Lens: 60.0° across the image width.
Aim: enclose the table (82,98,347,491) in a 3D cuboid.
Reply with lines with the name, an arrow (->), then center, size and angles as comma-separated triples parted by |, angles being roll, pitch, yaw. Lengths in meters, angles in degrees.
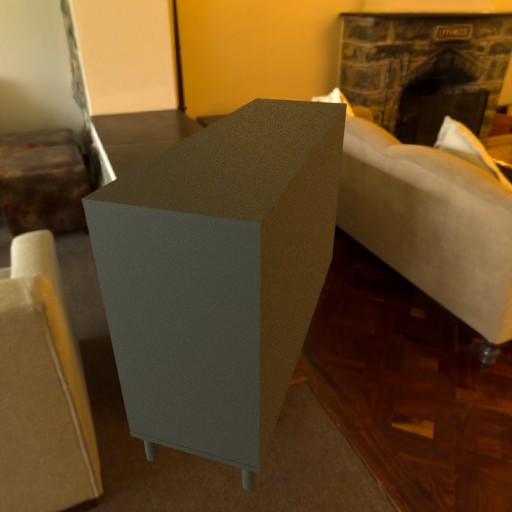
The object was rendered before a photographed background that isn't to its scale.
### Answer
table -> 0.000, 0.000, 1.578 | 0.400, 0.855, 1.200 | 9, 31, 15
